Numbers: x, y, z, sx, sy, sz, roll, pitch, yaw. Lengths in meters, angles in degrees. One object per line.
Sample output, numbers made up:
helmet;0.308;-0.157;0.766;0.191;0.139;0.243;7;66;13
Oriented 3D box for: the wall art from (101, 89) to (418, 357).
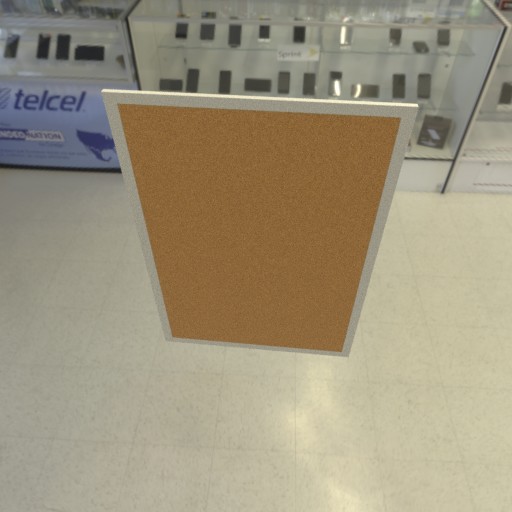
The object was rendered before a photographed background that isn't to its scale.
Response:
wall art;0.000;0.000;1.256;0.659;0.940;0.013;4;46;4
